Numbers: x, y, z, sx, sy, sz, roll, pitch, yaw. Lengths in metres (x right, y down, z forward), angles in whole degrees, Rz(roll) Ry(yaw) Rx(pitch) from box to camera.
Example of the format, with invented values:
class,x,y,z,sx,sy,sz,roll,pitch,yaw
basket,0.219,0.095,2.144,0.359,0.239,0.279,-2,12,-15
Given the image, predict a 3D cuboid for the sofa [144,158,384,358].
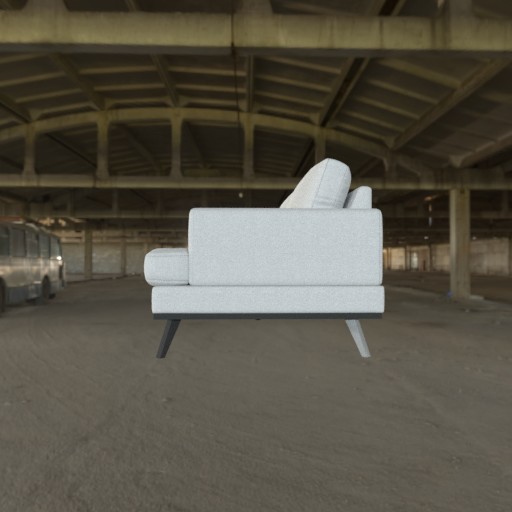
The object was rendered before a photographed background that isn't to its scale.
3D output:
class,x,y,z,sx,sy,sz,roll,pitch,yaw
sofa,0.000,0.000,2.820,0.920,0.810,2.310,0,-1,-2
